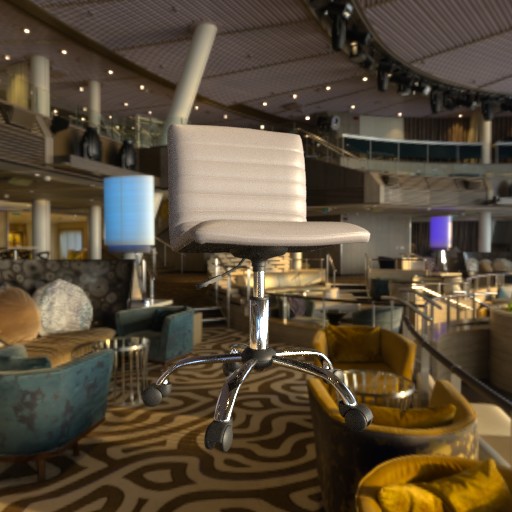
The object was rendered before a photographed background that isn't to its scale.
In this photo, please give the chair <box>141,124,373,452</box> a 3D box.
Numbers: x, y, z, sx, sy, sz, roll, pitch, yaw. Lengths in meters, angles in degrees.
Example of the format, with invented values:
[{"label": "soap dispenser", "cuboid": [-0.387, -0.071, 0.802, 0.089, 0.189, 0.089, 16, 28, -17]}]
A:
[{"label": "chair", "cuboid": [0.000, 0.000, 1.139, 0.569, 0.750, 0.542, 0, 1, -18]}]
